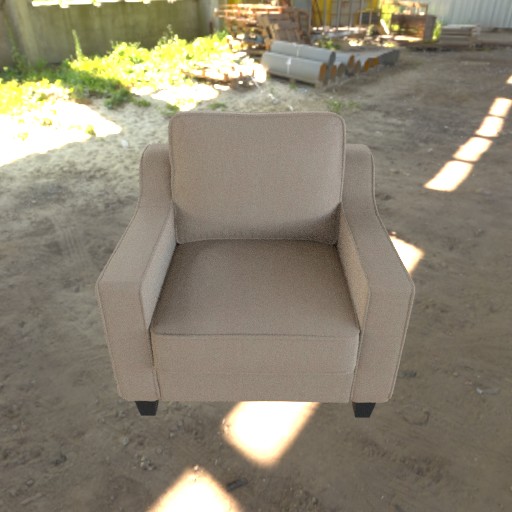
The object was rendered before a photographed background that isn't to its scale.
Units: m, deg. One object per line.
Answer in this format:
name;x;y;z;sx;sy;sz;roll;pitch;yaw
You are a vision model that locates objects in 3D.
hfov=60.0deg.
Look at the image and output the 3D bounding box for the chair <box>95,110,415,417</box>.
chair;0.000;0.000;1.666;0.922;0.948;0.882;0;31;1
